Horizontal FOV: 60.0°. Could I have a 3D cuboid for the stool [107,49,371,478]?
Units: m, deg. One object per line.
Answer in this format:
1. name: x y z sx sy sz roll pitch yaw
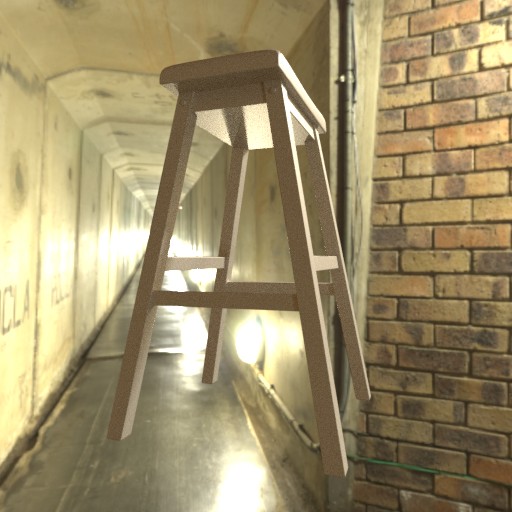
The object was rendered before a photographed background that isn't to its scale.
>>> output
1. stool: 0.000 0.000 1.028 0.476 0.737 0.457 0 0 20
